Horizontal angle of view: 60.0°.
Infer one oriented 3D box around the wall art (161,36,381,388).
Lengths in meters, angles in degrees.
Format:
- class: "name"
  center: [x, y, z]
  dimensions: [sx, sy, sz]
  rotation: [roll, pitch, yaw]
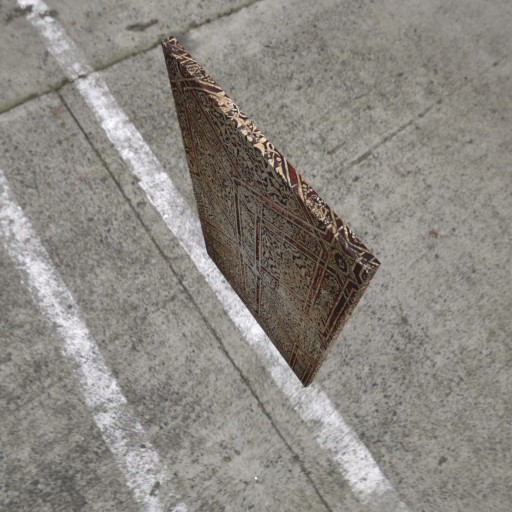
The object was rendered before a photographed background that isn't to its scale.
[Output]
- class: "wall art"
  center: [0.000, 0.000, 1.152]
  dimensions: [0.030, 0.904, 0.599]
  rotation: [-32, 68, -15]
